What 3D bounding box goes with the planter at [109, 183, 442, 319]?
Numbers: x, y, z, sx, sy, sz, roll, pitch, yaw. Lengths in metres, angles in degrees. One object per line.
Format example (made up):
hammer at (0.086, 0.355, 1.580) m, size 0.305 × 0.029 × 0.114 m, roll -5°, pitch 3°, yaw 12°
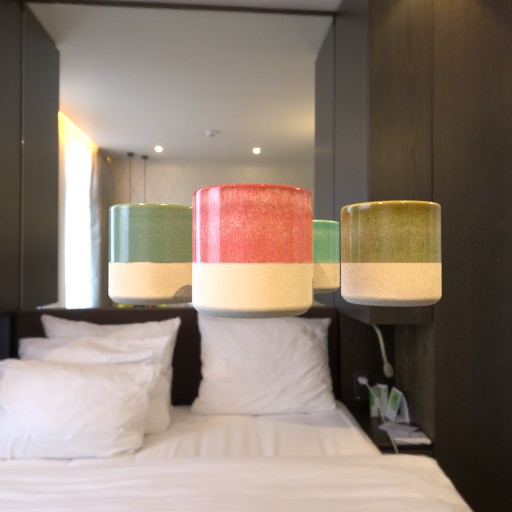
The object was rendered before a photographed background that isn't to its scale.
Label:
planter at (0.000, 0.000, 0.404) m, size 0.257 × 0.075 × 0.286 m, roll 1°, pitch -1°, yaw -35°
